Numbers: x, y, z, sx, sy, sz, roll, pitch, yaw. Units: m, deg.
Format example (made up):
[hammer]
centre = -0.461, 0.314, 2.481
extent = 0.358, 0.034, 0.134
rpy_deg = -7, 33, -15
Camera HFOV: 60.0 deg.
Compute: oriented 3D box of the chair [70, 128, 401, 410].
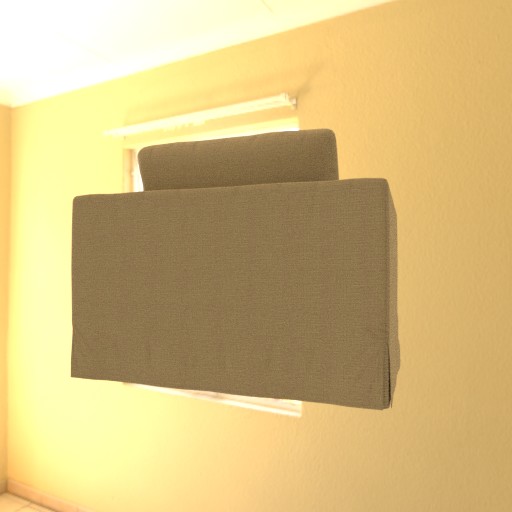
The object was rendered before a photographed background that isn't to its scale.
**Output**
[chair]
centre = 0.000, 0.000, 1.869
extent = 1.150, 0.878, 0.957
rpy_deg = 0, -1, 19
